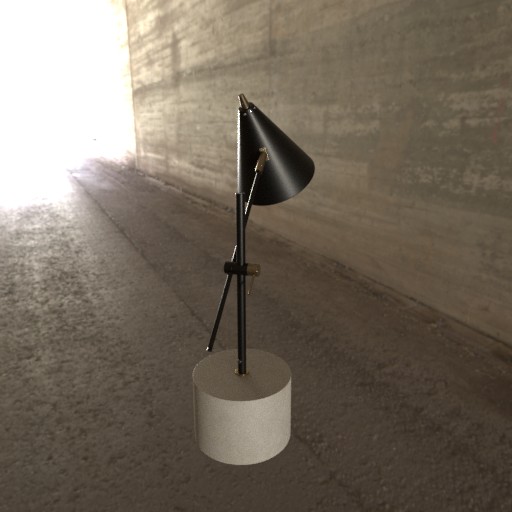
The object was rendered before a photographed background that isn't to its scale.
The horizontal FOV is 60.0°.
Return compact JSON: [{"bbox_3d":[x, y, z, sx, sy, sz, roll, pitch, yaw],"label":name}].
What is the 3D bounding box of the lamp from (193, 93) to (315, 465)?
[{"bbox_3d":[0.000,0.000,0.740,0.214,0.518,0.403,8,18,26],"label":"lamp"}]
